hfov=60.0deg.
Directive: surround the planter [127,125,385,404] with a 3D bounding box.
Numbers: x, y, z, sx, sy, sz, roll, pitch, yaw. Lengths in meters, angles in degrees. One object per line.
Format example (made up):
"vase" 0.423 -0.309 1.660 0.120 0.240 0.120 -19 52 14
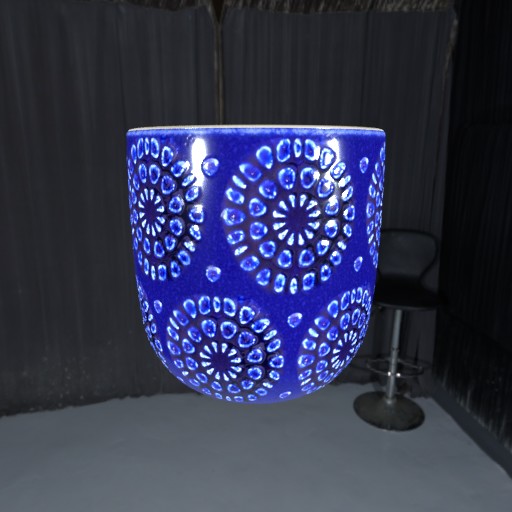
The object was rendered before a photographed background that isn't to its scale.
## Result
"planter" 0.000 0.000 0.205 0.109 0.112 0.109 0 14 0
